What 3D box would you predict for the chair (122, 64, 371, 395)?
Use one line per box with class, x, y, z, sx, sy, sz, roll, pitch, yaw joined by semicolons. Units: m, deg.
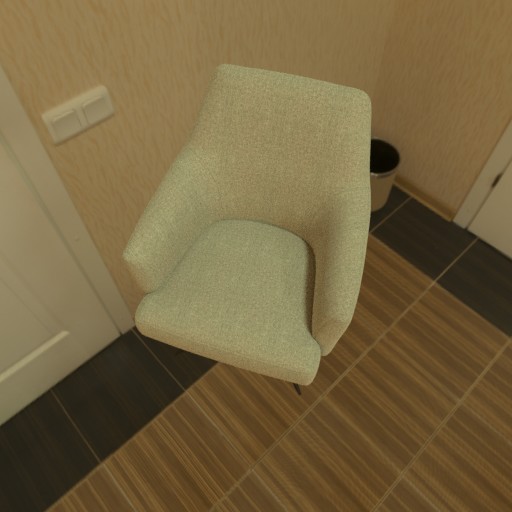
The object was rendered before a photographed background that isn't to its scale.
chair;0.000;0.000;1.395;0.642;0.874;0.677;15;57;10
